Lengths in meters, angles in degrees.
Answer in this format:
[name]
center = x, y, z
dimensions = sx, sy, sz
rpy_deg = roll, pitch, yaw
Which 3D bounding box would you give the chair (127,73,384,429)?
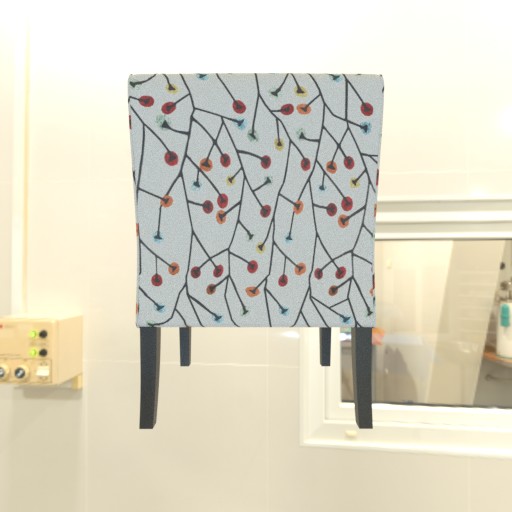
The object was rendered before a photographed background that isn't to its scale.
[chair]
center = 0.000, 0.000, 1.334
dimensions = 0.597, 0.813, 0.732
rpy_deg = 0, -1, 0
